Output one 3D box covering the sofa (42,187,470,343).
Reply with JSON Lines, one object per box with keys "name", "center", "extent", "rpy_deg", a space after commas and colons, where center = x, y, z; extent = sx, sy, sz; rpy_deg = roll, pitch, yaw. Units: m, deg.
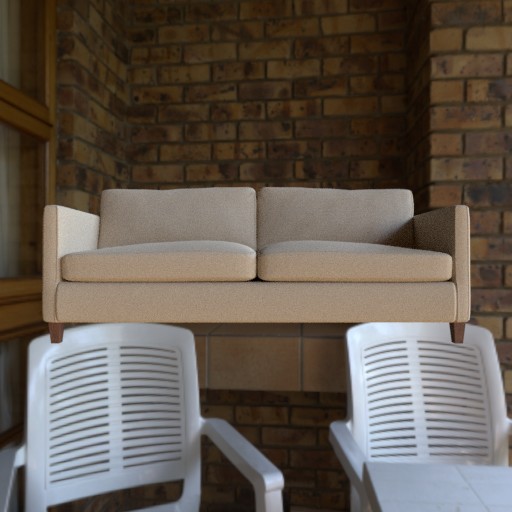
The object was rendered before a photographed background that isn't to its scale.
{"name": "sofa", "center": [0.000, 0.000, 2.865], "extent": [2.361, 0.968, 0.951], "rpy_deg": [0, 0, 0]}
